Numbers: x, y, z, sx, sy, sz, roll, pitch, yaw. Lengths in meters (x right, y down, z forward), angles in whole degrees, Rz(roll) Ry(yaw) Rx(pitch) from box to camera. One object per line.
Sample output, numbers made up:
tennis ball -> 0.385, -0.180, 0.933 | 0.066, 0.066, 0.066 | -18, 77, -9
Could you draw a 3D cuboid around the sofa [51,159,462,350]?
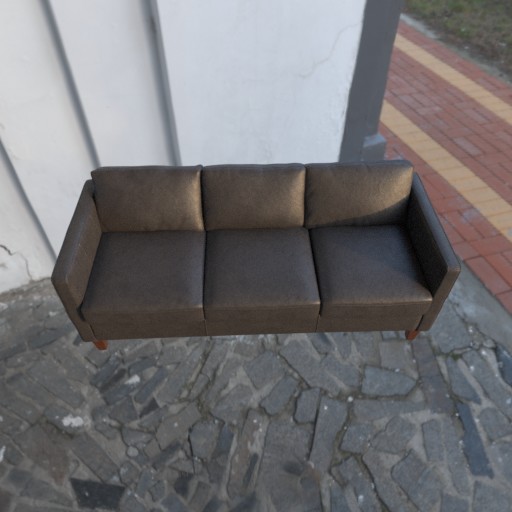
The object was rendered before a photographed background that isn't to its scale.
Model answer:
sofa -> 0.000, 0.000, 3.139 | 2.464, 1.006, 1.045 | -2, 47, -1
